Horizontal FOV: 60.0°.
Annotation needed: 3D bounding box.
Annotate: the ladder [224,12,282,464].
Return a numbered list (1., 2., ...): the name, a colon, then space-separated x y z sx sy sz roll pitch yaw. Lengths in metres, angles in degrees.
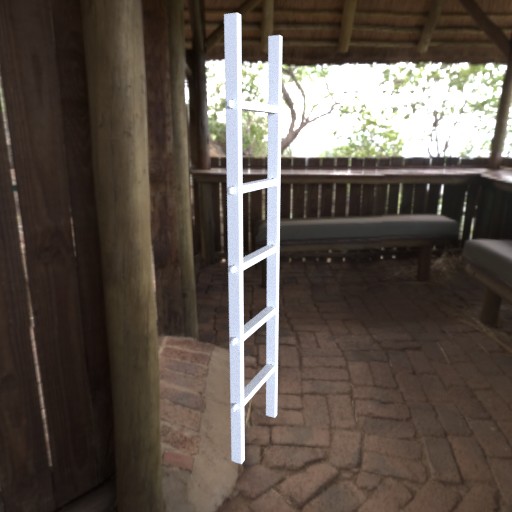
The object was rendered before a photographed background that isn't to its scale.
1. ladder: 0.000 0.000 1.907 0.051 1.797 0.452 7 16 25
